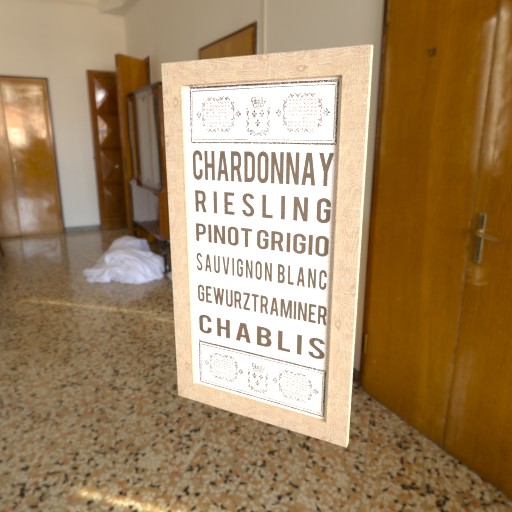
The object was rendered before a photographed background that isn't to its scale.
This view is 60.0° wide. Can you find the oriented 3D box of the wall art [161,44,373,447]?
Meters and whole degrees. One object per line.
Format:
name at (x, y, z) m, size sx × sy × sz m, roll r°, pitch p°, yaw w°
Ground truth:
wall art at (0.000, 0.000, 0.818) m, size 0.381 × 0.683 × 0.013 m, roll 7°, pitch 17°, yaw 26°
